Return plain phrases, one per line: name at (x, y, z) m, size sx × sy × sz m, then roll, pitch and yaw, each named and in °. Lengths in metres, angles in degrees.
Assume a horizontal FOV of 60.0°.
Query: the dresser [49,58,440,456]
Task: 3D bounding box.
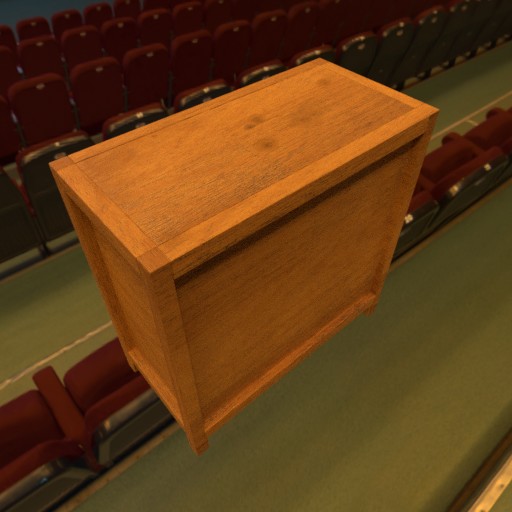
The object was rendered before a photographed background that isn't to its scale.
dresser at (0.000, 0.000, 1.282) m, size 0.804 × 0.804 × 0.427 m, roll -32°, pitch 54°, yaw -27°
